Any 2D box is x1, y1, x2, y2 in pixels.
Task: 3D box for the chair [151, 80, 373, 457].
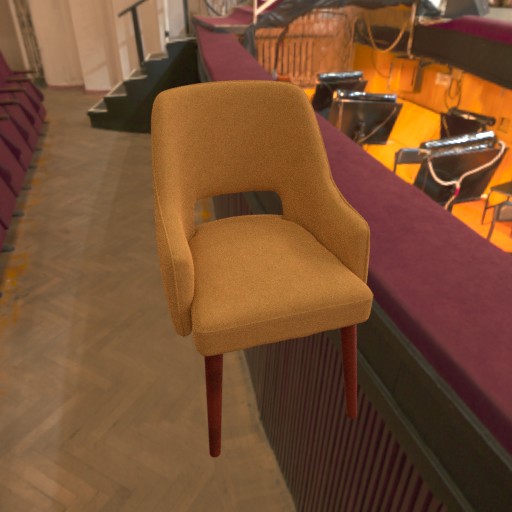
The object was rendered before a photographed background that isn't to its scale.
[{"bbox_3d":[0.000,0.000,1.273,0.548,0.849,0.605,-9,33,-15],"label":"chair"}]
